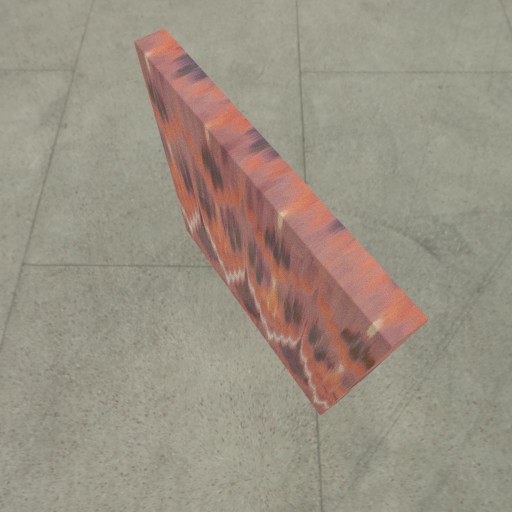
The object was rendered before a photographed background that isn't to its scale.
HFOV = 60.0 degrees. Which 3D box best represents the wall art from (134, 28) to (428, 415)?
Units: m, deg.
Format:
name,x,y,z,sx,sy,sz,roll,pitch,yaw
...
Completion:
name,x,y,z,sx,sy,sz,roll,pitch,yaw
wall art,0.000,0.000,0.585,0.038,0.406,0.403,-32,68,-15
